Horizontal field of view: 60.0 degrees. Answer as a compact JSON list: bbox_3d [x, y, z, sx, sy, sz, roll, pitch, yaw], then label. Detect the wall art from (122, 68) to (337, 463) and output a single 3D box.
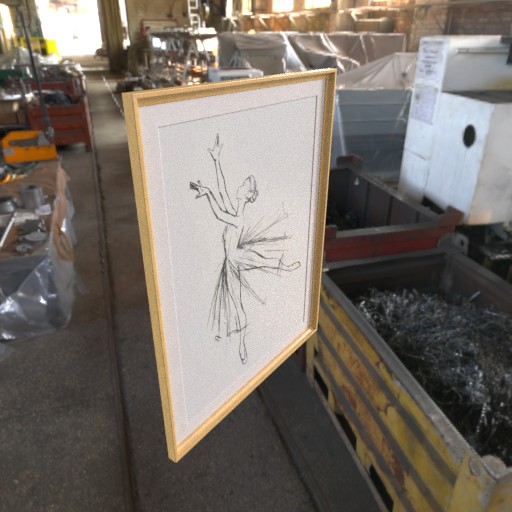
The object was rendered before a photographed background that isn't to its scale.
[{"bbox_3d":[0.000,0.000,1.337,0.030,1.002,0.798,19,32,33],"label":"wall art"}]
